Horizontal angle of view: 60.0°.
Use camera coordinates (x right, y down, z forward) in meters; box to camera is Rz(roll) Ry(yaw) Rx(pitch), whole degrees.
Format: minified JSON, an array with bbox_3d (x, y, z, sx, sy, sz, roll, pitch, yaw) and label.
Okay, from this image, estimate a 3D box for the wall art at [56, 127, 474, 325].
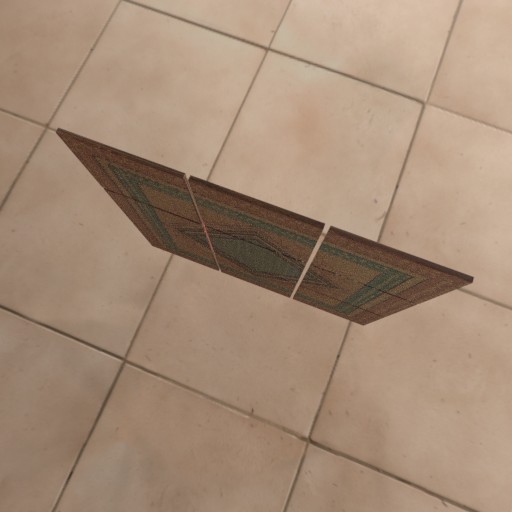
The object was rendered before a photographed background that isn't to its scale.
[{"bbox_3d":[0.000,0.000,1.353,0.915,0.914,0.013,20,77,5],"label":"wall art"}]
